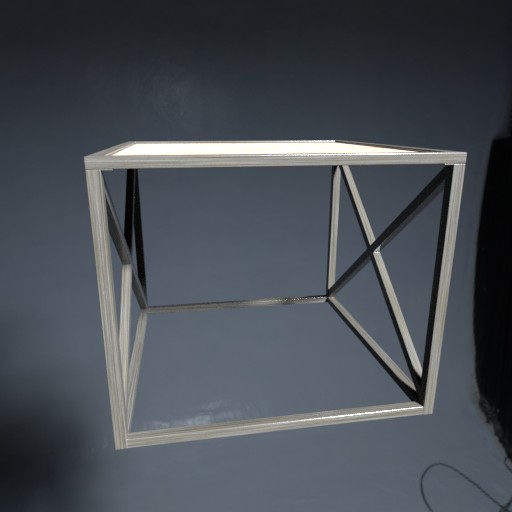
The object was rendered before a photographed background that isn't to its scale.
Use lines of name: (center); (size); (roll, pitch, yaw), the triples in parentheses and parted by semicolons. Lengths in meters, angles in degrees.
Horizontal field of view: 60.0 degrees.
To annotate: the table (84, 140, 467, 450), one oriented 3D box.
table: (0.000, 0.000, 1.049); (0.609, 0.507, 0.611); (-3, 17, -9)
